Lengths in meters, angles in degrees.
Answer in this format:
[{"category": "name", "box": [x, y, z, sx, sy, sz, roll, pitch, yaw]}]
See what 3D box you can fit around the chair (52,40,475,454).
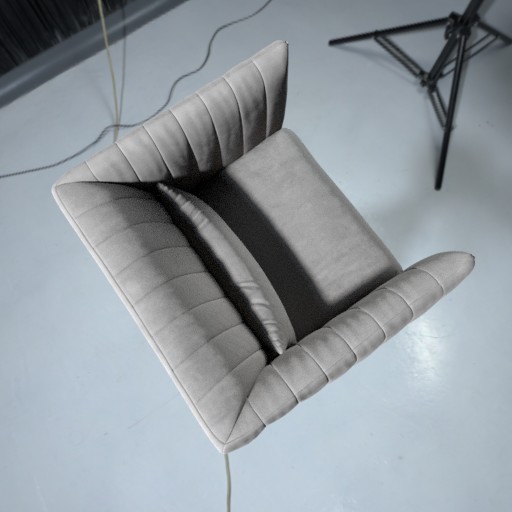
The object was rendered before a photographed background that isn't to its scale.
[{"category": "chair", "box": [0.000, 0.000, 1.605, 0.873, 0.779, 0.981, -35, 78, -9]}]
